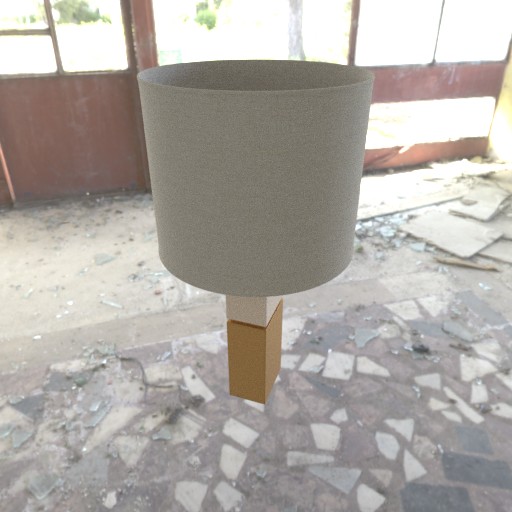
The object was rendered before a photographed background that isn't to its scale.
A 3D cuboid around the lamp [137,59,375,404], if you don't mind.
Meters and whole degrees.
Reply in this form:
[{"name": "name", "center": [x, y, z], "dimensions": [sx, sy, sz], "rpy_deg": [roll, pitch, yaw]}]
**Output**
[{"name": "lamp", "center": [0.000, 0.000, 0.539], "dimensions": [0.229, 0.417, 0.229], "rpy_deg": [10, 31, 17]}]
